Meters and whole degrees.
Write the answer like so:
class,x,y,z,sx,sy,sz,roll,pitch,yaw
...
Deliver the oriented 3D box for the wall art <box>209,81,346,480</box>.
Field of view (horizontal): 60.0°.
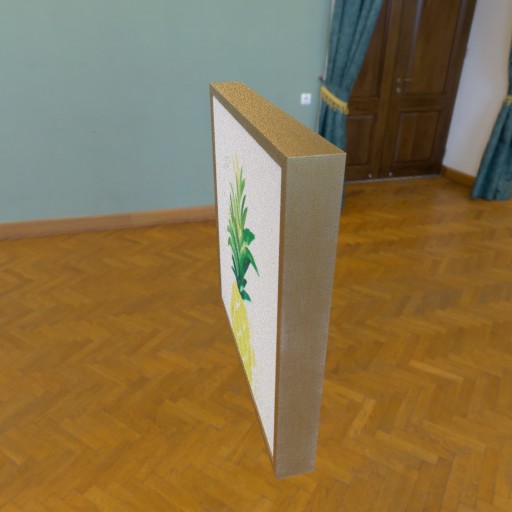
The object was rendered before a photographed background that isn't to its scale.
class,x,y,z,sx,sy,sz,roll,pitch,yaw
wall art,0.000,0.000,0.469,0.038,0.305,0.306,-7,30,-12
